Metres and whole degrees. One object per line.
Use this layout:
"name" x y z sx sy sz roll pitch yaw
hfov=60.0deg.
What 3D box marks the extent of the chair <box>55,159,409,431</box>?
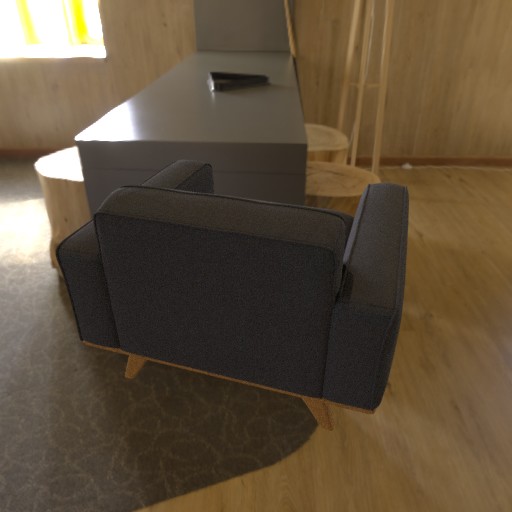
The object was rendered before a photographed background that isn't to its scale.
"chair" 0.000 0.000 1.759 1.118 0.783 0.953 9 33 15
